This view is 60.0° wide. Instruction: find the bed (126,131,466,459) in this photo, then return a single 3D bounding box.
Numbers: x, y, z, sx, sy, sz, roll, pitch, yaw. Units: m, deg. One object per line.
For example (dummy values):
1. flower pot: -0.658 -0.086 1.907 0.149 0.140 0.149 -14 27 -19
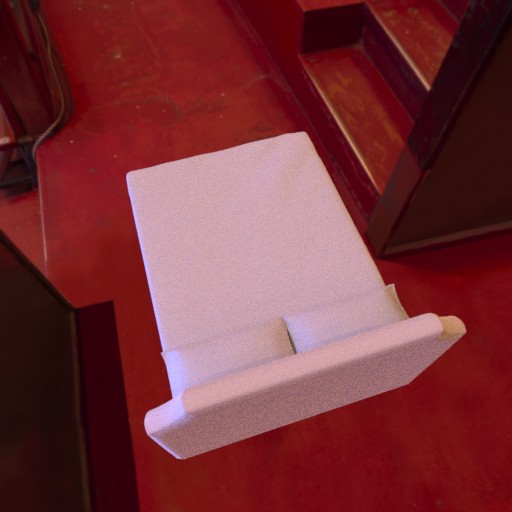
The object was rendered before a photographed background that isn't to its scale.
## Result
1. bed: 0.000 0.000 3.224 1.828 1.297 2.164 -15 61 -9
